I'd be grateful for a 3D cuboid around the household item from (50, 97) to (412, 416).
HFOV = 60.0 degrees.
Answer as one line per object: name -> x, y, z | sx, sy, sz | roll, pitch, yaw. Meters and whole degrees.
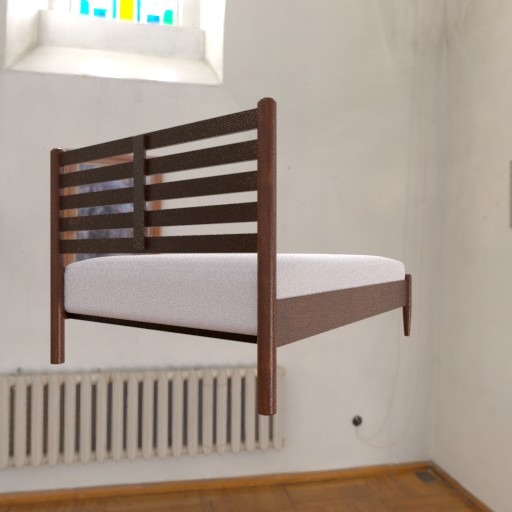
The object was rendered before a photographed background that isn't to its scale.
household item -> 0.000, 0.000, 3.252 | 1.663, 1.356, 2.232 | 0, 0, 34
